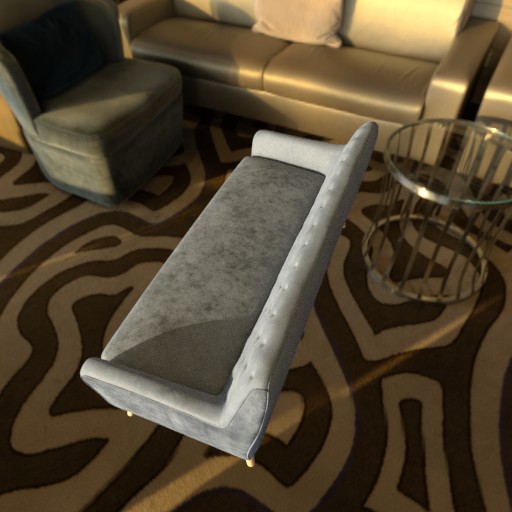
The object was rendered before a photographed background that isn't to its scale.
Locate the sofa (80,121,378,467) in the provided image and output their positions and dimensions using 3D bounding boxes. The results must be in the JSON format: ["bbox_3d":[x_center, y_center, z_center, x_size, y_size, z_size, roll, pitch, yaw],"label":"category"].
[{"bbox_3d":[0.000,0.000,2.389,0.841,0.832,1.975,16,49,15],"label":"sofa"}]
